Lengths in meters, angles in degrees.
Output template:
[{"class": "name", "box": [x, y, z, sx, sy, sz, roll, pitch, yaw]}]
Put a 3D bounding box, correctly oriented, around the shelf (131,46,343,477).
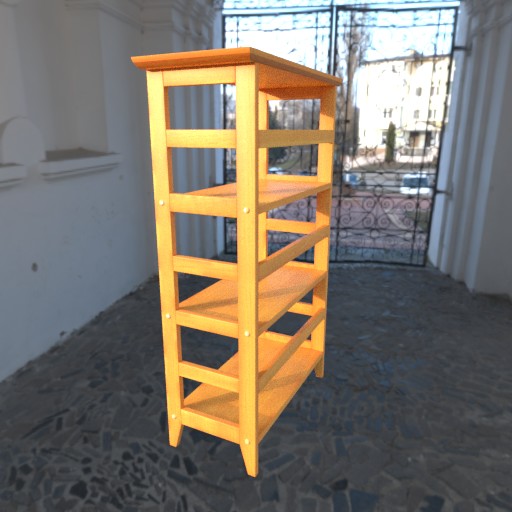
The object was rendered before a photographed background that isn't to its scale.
[{"class": "shelf", "box": [0.000, 0.000, 1.370, 0.305, 1.067, 0.660, 8, 18, 26]}]
